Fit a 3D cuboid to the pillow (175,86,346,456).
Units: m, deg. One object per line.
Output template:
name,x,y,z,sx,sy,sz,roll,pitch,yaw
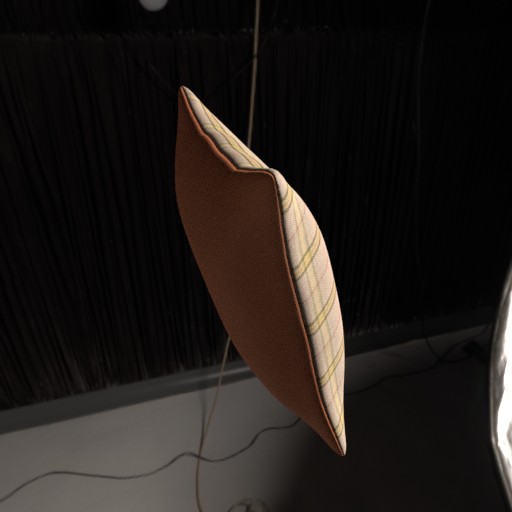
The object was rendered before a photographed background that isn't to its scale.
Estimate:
pillow,0.000,0.000,0.679,0.200,0.430,0.453,-9,31,-16
